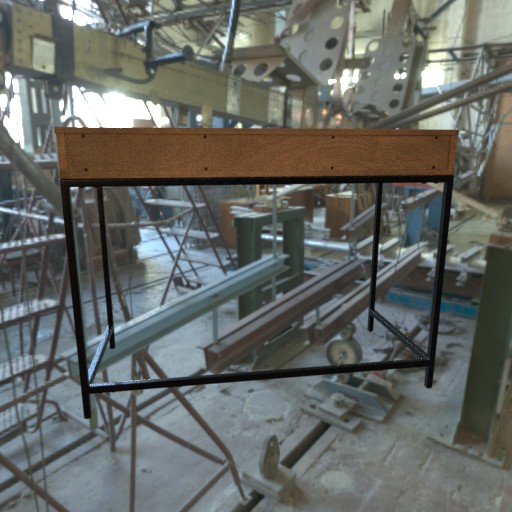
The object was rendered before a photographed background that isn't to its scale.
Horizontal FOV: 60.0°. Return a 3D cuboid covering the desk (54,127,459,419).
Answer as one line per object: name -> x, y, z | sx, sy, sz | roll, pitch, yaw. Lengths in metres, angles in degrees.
desk -> 0.000, 0.000, 1.411 | 1.016, 0.762, 0.470 | -2, 14, -9
